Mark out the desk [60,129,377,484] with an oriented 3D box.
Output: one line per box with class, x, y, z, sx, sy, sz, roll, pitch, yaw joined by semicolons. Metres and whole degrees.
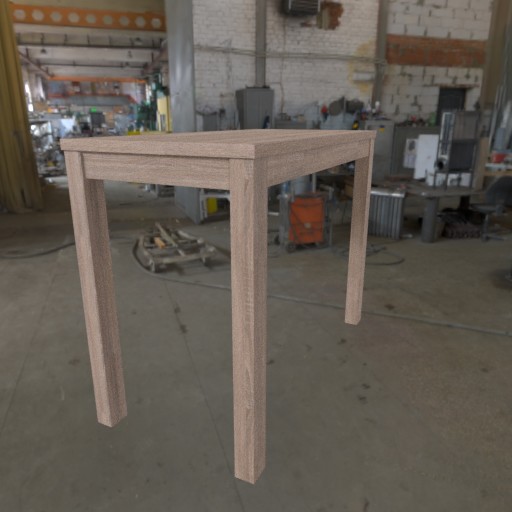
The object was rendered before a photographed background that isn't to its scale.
desk;0.000;0.000;1.432;0.495;0.762;0.991;9;19;26
